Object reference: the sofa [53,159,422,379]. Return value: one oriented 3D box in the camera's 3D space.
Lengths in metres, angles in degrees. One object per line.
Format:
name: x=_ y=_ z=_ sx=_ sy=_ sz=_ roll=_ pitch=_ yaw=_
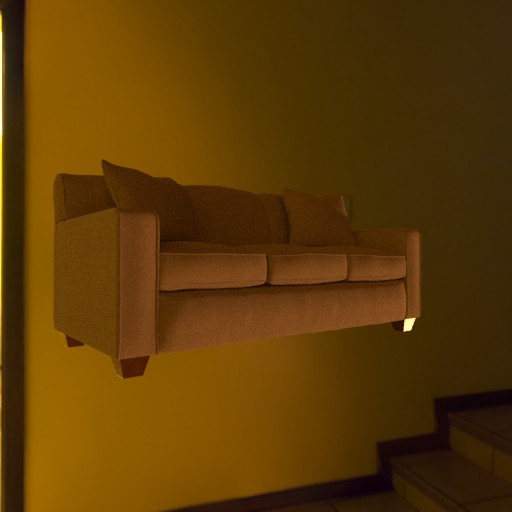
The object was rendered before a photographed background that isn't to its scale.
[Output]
sofa: x=0.000 y=0.000 z=2.615 sx=2.024 sy=0.958 sz=0.997 roll=0 pitch=-1 yaw=-38
